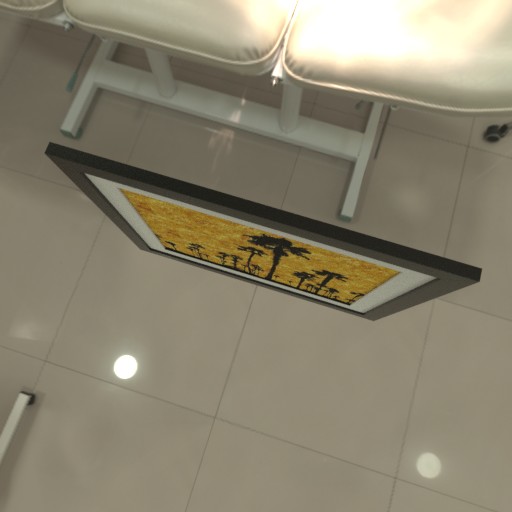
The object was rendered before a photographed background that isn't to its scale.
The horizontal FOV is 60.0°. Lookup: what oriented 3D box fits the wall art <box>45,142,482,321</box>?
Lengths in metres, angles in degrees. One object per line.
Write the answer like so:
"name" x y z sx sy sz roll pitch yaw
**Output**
"wall art" 0.000 0.000 0.534 0.383 0.332 0.012 17 77 4
